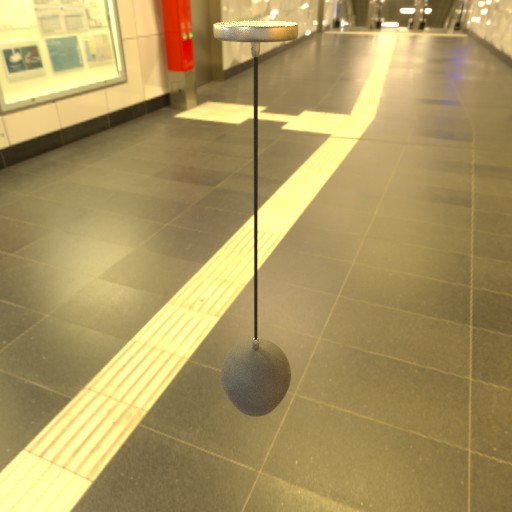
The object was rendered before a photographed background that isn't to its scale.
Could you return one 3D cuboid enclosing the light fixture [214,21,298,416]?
[{"bbox_3d":[0.000,0.000,0.817,0.153,0.760,0.153,2,31,3],"label":"light fixture"}]
